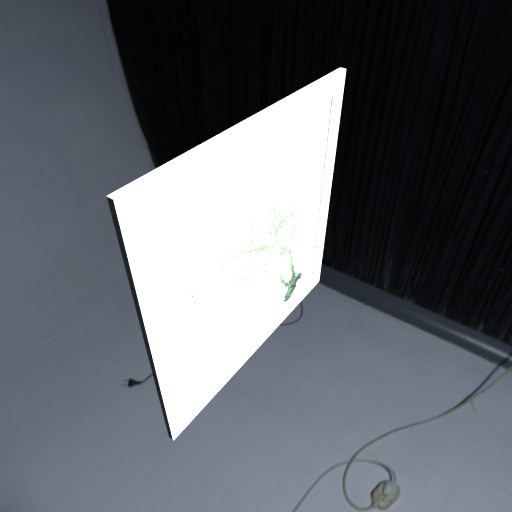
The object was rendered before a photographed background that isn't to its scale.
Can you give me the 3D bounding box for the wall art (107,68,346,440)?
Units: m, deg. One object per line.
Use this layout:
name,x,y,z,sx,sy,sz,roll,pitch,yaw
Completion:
wall art,0.000,0.000,0.899,0.013,0.584,0.584,26,47,27
